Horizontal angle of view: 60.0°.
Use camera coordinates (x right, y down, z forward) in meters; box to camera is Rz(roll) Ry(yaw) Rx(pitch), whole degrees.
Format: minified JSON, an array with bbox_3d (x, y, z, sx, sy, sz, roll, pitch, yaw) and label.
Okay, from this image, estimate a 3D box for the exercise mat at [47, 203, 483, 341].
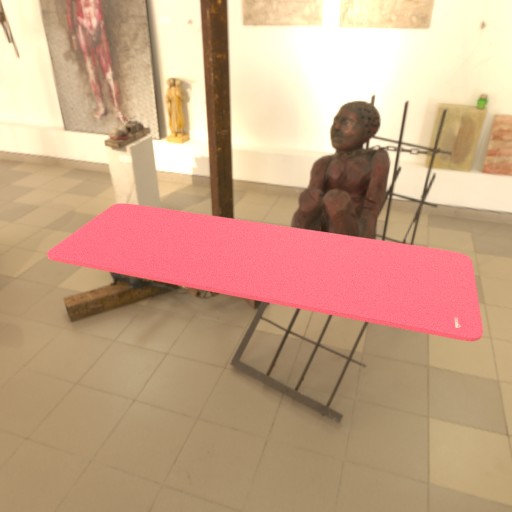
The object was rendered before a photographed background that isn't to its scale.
[{"bbox_3d":[0.000,0.000,2.040,1.884,0.021,0.616,10,33,15],"label":"exercise mat"}]
